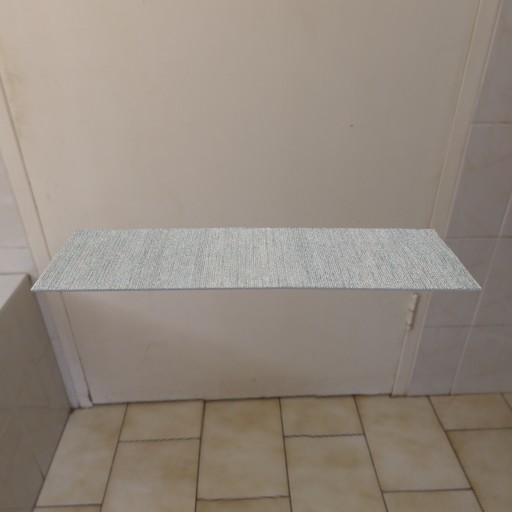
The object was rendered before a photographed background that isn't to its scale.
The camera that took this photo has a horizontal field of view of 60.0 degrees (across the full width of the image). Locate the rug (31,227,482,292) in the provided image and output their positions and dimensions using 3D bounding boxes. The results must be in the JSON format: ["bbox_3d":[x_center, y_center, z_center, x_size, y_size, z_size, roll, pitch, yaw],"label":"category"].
[{"bbox_3d":[0.000,0.000,2.579,2.341,0.037,0.675,0,31,0],"label":"rug"}]
